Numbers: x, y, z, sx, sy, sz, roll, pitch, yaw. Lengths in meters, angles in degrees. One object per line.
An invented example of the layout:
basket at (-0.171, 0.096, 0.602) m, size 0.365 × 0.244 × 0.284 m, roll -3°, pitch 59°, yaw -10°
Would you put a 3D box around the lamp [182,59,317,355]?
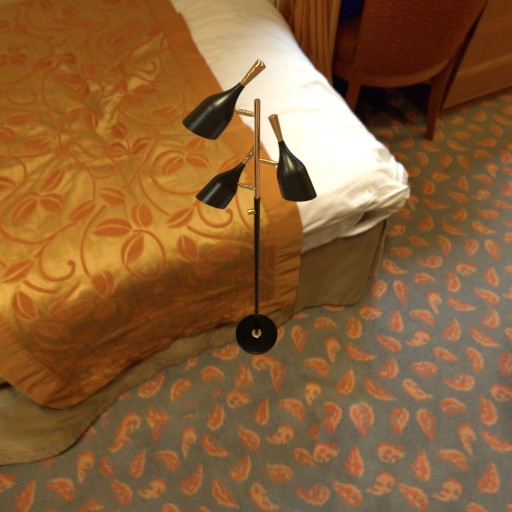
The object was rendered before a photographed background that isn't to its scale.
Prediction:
lamp at (0.000, 0.000, 1.920) m, size 0.434 × 1.778 × 0.253 m, roll 15°, pitch 59°, yaw 10°
